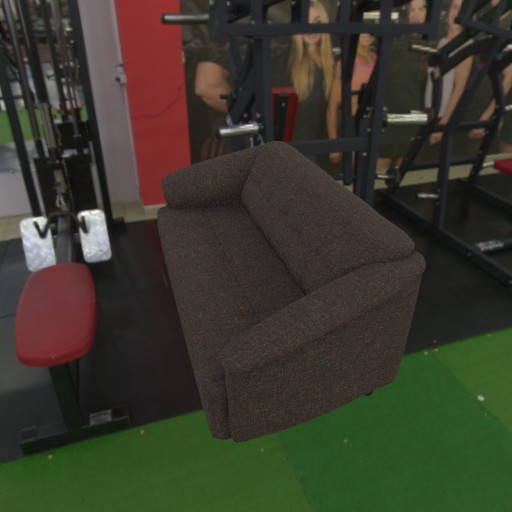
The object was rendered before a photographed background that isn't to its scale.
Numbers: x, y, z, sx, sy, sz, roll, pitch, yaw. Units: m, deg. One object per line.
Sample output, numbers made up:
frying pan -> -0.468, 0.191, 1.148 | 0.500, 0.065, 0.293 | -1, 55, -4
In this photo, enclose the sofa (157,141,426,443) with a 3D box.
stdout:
sofa -> 0.000, 0.000, 2.320 | 0.887, 0.790, 1.849 | -9, 31, -15
